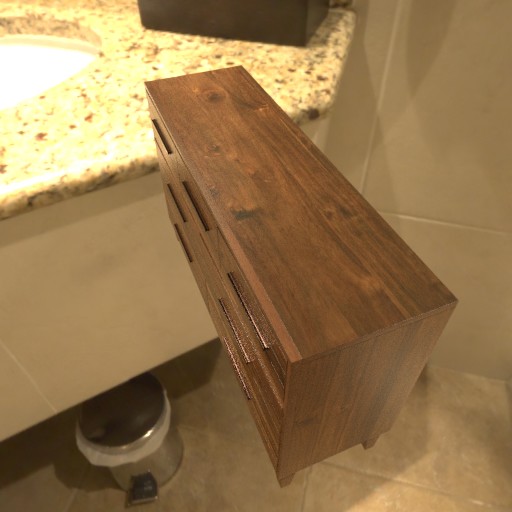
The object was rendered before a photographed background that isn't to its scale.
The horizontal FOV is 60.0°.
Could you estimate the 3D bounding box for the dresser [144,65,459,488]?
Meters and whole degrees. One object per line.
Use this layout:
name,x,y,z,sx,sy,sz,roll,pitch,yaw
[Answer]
dresser,0.000,0.000,1.732,0.446,0.873,1.400,-17,48,-15
